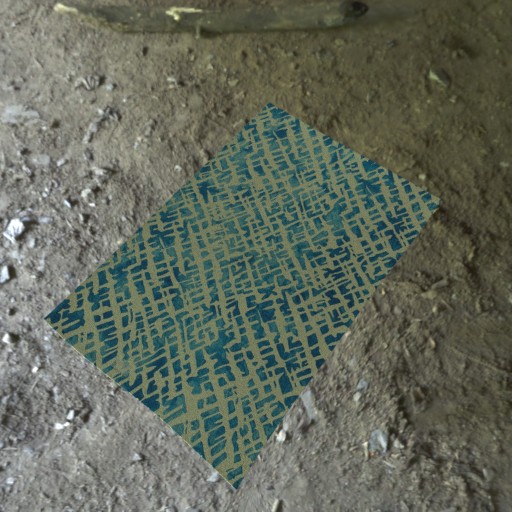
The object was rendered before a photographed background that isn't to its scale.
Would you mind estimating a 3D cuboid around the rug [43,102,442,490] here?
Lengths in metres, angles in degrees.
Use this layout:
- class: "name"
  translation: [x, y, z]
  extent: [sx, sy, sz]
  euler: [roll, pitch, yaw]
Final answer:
- class: "rug"
  translation: [0.000, 0.000, 2.317]
  extent: [1.209, 0.011, 1.830]
  euler: [35, 68, 16]
